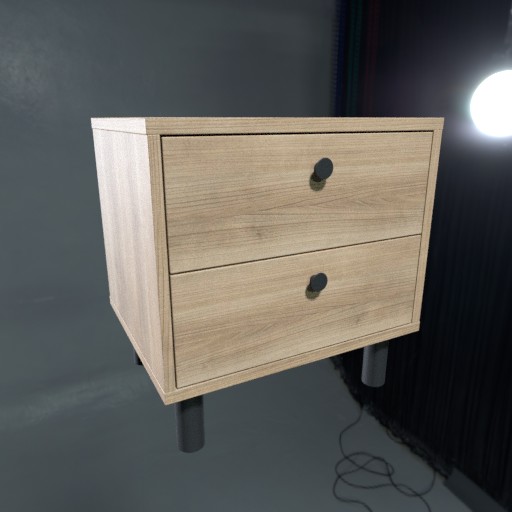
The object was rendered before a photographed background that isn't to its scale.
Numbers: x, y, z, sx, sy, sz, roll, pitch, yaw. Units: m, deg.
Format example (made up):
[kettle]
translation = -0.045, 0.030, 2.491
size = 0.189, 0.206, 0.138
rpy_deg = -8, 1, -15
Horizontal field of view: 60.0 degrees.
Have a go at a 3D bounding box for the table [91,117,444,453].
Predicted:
[table]
translation = 0.000, 0.000, 0.773
size = 0.445, 0.460, 0.380
rpy_deg = -9, 19, -27
